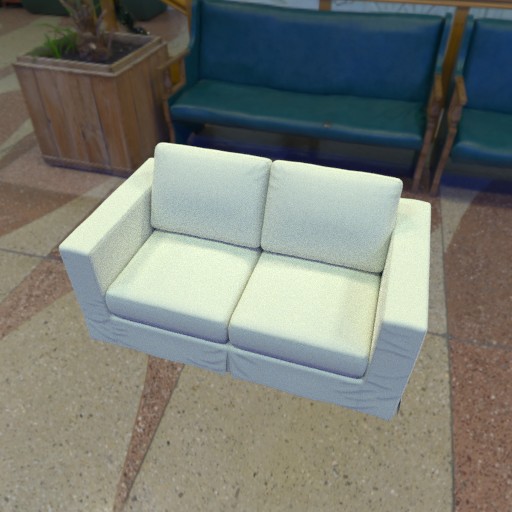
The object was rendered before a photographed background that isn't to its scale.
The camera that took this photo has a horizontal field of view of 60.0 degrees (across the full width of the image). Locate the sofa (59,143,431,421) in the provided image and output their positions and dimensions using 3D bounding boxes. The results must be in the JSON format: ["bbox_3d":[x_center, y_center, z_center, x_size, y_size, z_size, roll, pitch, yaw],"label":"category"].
[{"bbox_3d":[0.000,0.000,2.509,1.813,0.932,1.009,12,42,13],"label":"sofa"}]
